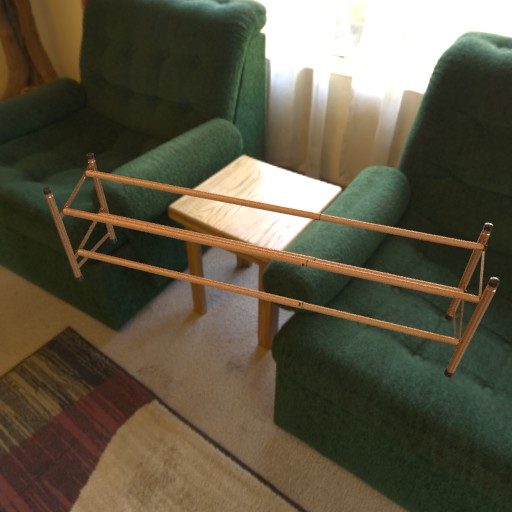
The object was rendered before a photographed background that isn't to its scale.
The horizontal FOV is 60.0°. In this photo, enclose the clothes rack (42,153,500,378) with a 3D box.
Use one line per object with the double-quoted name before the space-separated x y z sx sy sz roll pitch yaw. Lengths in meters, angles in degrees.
"clothes rack" 0.000 0.000 1.270 1.168 0.349 0.229 12 43 14
